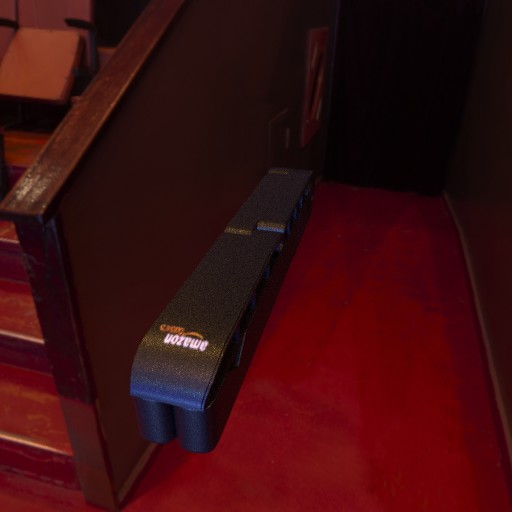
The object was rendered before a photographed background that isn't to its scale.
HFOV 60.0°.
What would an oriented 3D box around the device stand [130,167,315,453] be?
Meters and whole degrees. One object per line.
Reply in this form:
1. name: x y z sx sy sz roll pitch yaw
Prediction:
1. device stand: 0.000 0.000 0.194 0.026 0.030 0.179 8 31 13
